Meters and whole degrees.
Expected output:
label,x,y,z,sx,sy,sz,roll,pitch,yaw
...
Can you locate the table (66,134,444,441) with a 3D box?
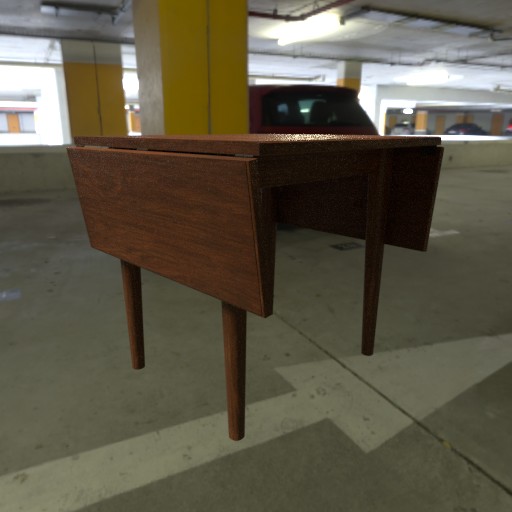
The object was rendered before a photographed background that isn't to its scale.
label,x,y,z,sx,sy,sz,roll,pitch,yaw
table,0.000,0.000,1.462,0.843,0.763,0.812,-15,22,-42
